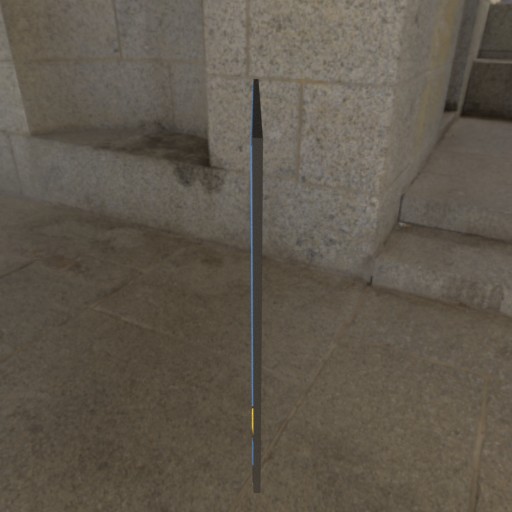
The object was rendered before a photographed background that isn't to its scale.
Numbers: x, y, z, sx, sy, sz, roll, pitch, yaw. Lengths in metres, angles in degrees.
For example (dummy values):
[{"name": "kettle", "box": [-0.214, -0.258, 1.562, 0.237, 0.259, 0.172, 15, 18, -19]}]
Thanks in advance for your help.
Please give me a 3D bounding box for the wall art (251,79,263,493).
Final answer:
[{"name": "wall art", "box": [0.000, 0.000, 0.977, 0.015, 0.663, 0.664, 0, 27, 0]}]
